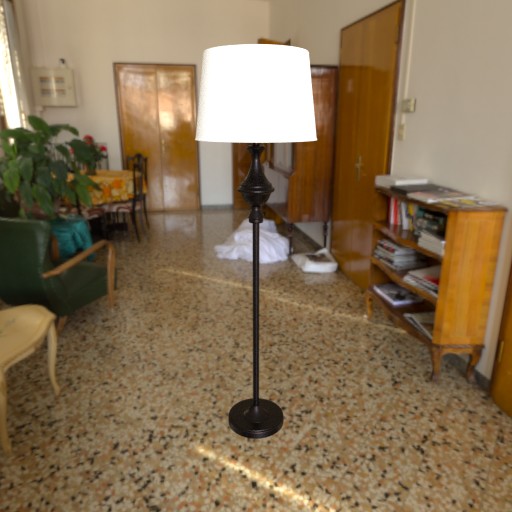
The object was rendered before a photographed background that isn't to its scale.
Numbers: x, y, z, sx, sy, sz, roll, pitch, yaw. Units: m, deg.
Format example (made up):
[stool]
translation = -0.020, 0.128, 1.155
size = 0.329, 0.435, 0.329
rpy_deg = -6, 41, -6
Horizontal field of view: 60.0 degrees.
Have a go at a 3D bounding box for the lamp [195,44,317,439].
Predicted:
[lamp]
translation = 0.000, 0.000, 1.702
size = 0.431, 1.484, 0.431
rpy_deg = 0, 17, 0
